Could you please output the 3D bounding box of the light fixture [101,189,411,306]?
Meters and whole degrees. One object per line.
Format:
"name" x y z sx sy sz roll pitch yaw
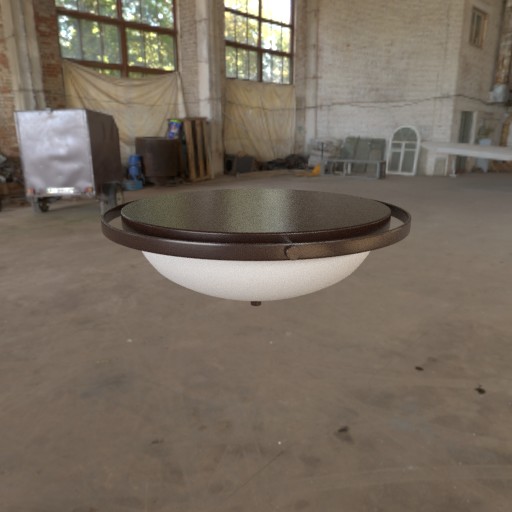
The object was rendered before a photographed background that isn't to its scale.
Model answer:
"light fixture" 0.000 0.000 0.559 0.361 0.130 0.361 0 16 0
